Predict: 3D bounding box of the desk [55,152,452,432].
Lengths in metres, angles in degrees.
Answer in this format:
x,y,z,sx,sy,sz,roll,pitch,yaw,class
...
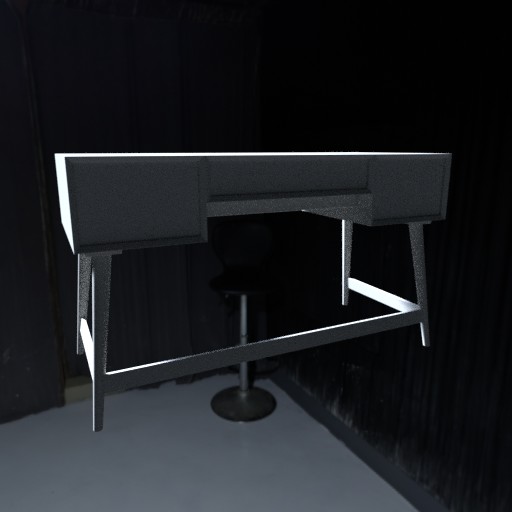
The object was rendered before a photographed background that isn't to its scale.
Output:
x,y,z,sx,sy,sz,roll,pitch,yaw,class
0.000,0.000,1.695,1.313,0.762,0.589,-7,15,-25,desk
